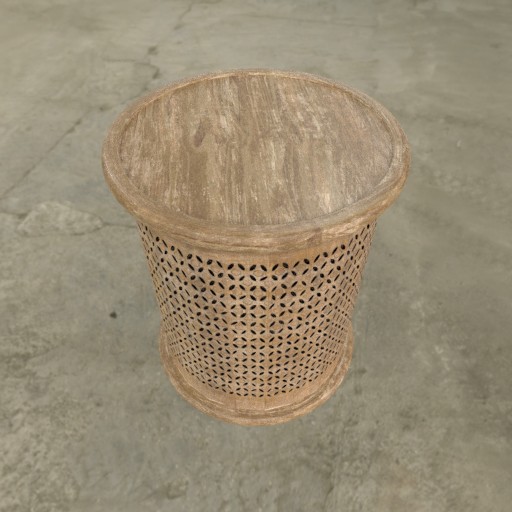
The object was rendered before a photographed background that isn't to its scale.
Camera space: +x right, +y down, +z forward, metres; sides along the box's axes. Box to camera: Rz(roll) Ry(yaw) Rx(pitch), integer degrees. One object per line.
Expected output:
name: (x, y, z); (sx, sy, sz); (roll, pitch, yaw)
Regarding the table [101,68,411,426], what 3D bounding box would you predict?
table: (0.000, 0.000, 0.768); (0.407, 0.482, 0.407); (0, 47, 0)
